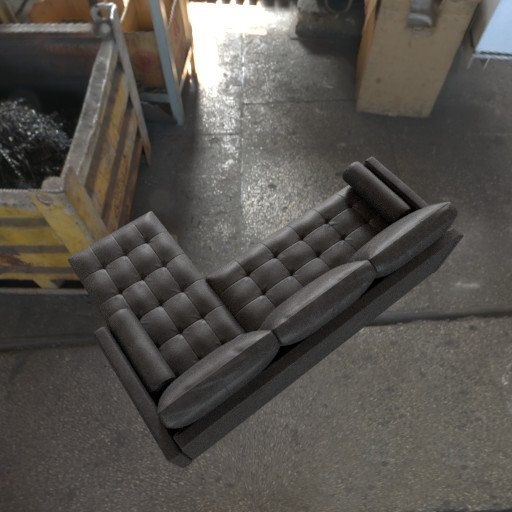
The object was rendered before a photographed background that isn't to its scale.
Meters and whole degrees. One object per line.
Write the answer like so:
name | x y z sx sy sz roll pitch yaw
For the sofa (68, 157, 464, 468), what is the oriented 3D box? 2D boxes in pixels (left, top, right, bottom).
sofa | 0.000 0.000 2.899 2.178 0.876 1.497 -33 66 -17
